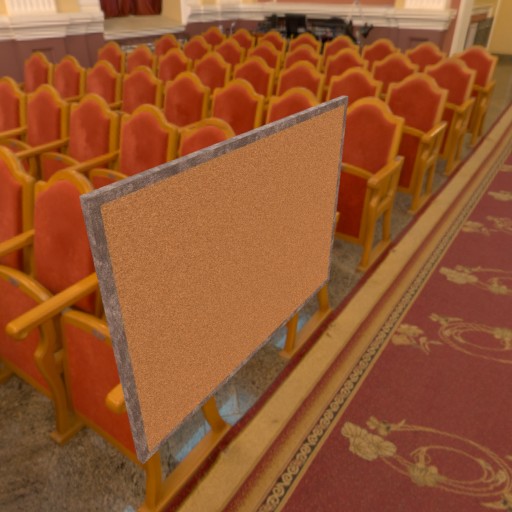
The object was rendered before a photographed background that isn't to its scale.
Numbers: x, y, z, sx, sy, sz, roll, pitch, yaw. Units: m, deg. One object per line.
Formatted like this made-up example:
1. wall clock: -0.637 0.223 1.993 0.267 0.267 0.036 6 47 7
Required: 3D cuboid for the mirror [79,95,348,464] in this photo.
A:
1. mirror: 0.000 0.000 1.407 0.022 0.795 1.101 20 37 30
